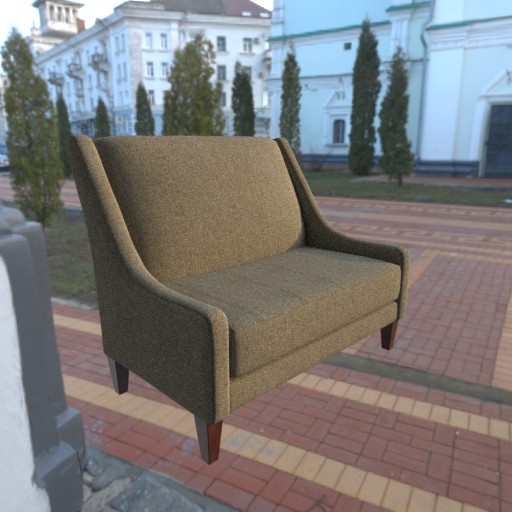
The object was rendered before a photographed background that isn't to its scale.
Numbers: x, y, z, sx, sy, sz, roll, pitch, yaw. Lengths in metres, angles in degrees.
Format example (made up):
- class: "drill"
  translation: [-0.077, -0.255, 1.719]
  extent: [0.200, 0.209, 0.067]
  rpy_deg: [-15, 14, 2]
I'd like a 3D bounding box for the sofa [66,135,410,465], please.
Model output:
- class: "sofa"
  translation: [0.000, 0.000, 1.931]
  extent: [0.870, 1.021, 1.242]
  rpy_deg: [14, 20, 43]
